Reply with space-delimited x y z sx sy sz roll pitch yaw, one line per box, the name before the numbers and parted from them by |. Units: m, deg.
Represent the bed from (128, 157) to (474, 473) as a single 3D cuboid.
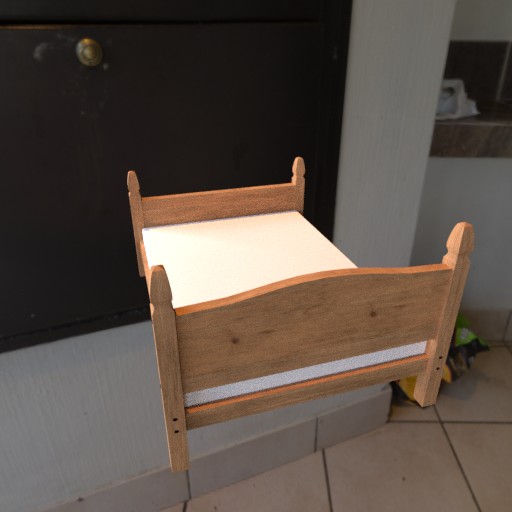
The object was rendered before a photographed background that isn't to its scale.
bed | 0.000 0.000 2.942 1.490 1.100 2.069 -8 28 -15
